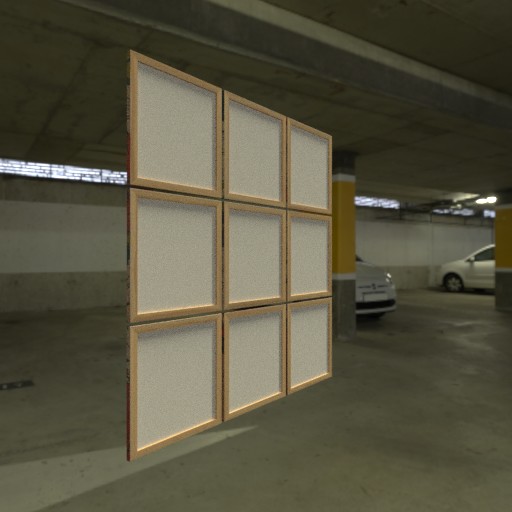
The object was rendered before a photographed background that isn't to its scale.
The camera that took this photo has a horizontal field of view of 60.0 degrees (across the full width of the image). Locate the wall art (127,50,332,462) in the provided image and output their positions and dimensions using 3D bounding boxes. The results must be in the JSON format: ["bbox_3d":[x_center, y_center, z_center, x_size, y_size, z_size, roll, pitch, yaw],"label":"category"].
[{"bbox_3d":[0.000,0.000,1.337,0.013,0.913,0.904,0,0,39],"label":"wall art"}]
